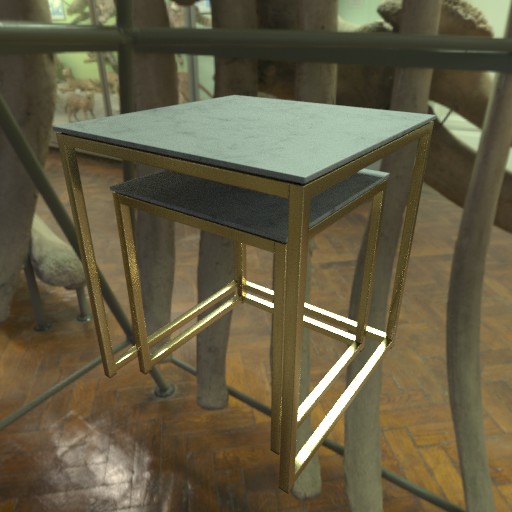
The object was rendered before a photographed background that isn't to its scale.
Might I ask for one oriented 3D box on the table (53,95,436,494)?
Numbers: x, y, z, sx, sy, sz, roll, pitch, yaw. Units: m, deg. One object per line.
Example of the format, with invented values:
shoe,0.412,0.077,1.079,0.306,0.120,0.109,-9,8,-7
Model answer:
table,0.000,0.000,0.841,0.450,0.500,0.450,18,32,32
